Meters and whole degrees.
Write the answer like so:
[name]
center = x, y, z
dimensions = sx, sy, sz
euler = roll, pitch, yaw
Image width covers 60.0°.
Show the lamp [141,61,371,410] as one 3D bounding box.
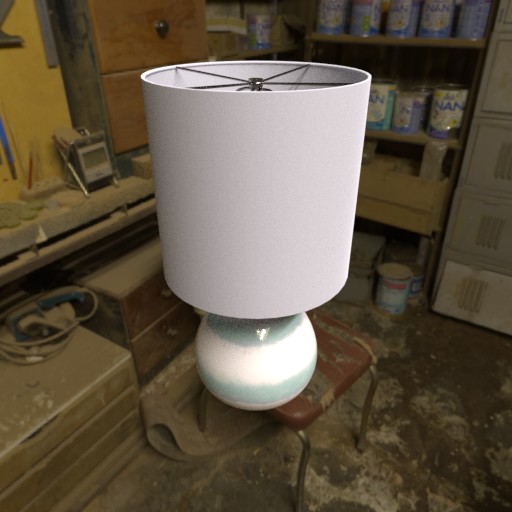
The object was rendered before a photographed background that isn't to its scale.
[lamp]
center = 0.000, 0.000, 0.525
dimensions = 0.217, 0.404, 0.217
euler = 19, 35, 30
